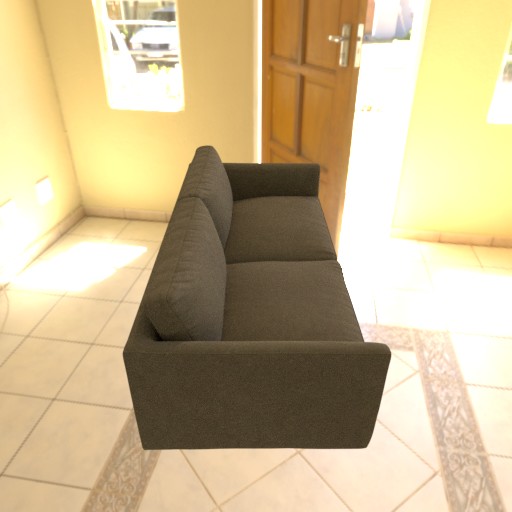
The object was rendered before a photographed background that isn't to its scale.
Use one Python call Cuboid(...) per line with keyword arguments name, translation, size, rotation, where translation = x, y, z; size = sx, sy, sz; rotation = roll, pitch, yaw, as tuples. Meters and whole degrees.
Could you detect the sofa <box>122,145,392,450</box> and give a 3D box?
Cuboid(name="sofa", translation=(0.000, 0.000, 2.822), size=(1.092, 0.838, 2.257), rotation=(0, 31, 0))
